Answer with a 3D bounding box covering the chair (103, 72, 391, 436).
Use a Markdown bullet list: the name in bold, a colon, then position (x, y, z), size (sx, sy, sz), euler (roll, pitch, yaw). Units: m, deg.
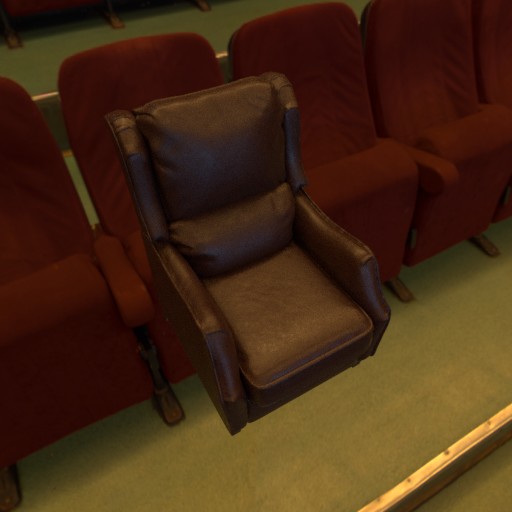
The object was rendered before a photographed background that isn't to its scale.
- **chair**: position (0.000, 0.000, 1.799), size (0.770, 1.132, 0.982), euler (-23, 50, -20)
